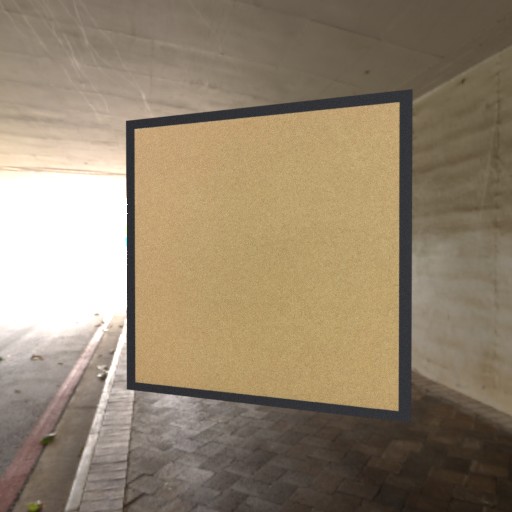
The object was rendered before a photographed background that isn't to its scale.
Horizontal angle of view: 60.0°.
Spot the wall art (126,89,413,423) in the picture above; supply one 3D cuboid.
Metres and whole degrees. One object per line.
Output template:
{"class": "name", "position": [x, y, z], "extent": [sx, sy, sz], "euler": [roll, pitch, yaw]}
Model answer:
{"class": "wall art", "position": [0.000, 0.000, 1.149], "extent": [0.762, 0.760, 0.037], "euler": [0, 1, 19]}
